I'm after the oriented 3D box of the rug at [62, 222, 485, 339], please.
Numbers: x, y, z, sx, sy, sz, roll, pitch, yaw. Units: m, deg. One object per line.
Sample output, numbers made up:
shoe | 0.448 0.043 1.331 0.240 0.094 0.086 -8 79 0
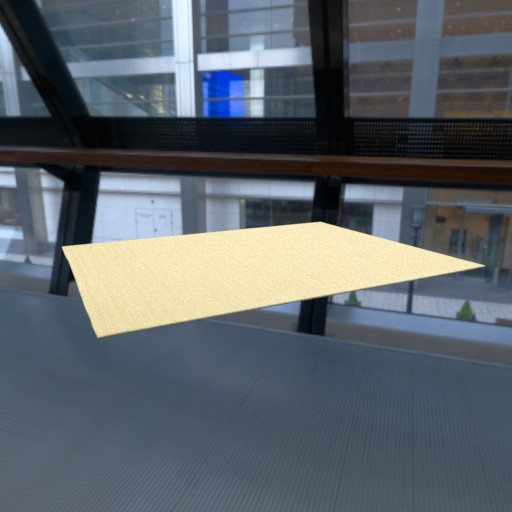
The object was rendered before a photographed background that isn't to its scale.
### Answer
rug | 0.000 0.000 4.176 3.204 0.016 2.452 -7 16 -26
